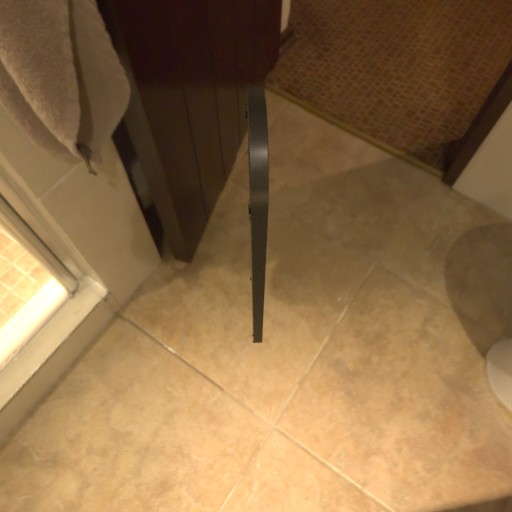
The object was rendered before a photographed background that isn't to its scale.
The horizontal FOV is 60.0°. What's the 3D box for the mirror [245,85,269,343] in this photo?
[{"bbox_3d":[0.000,0.000,1.100,0.032,0.991,0.222,-2,64,-1],"label":"mirror"}]
